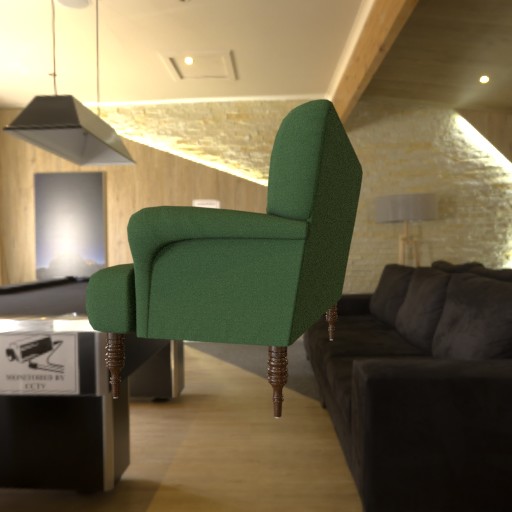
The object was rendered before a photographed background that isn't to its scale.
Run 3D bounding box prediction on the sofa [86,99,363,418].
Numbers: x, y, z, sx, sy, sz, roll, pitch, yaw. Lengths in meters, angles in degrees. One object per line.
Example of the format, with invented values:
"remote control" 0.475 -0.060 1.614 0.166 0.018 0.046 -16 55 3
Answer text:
"sofa" 0.000 0.000 1.837 0.779 0.889 1.297 0 1 18
